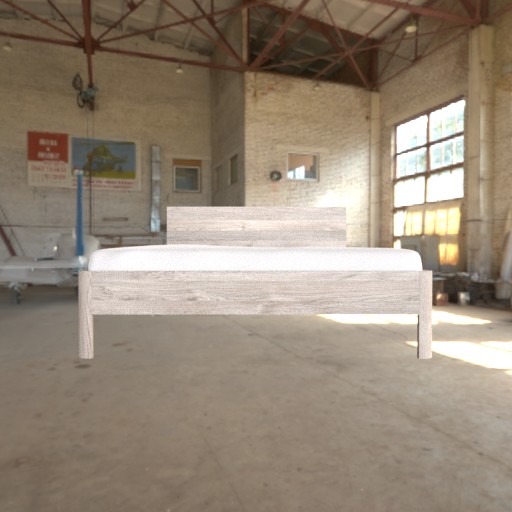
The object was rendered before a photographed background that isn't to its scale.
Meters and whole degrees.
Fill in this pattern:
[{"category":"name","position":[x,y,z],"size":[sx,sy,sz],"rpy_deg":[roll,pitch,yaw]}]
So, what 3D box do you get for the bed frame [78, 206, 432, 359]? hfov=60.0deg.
[{"category":"bed frame","position":[0.000,0.000,2.736],"size":[1.490,0.800,1.950],"rpy_deg":[0,1,0]}]
